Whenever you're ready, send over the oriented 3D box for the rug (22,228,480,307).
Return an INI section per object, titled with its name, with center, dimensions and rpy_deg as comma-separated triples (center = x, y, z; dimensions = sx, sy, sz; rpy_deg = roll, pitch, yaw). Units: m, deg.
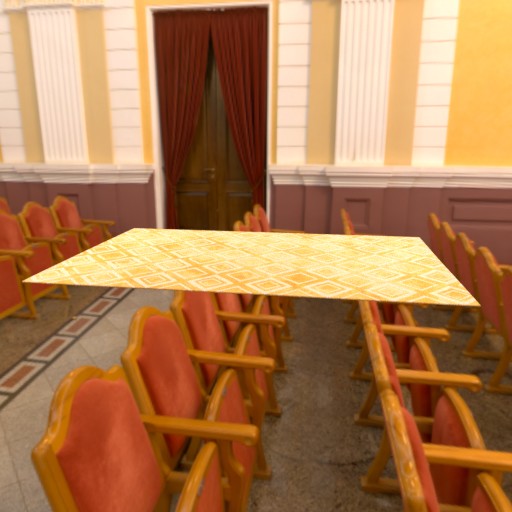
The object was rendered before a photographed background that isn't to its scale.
[rug]
center = 0.000, 0.000, 3.022
dimensions = 2.424, 0.010, 1.511
rpy_deg = 2, 15, 8
